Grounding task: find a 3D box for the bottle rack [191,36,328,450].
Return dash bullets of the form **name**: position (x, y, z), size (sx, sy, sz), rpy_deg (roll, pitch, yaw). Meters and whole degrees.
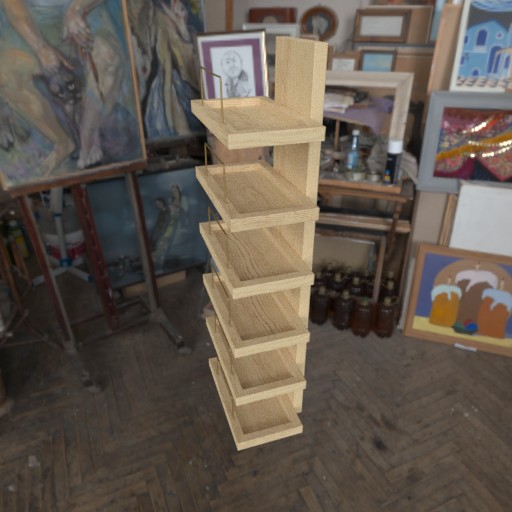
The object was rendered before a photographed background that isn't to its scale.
- **bottle rack**: position (0.000, 0.000, 1.076), size (0.206, 0.943, 0.330), rpy_deg (-9, 31, -16)
